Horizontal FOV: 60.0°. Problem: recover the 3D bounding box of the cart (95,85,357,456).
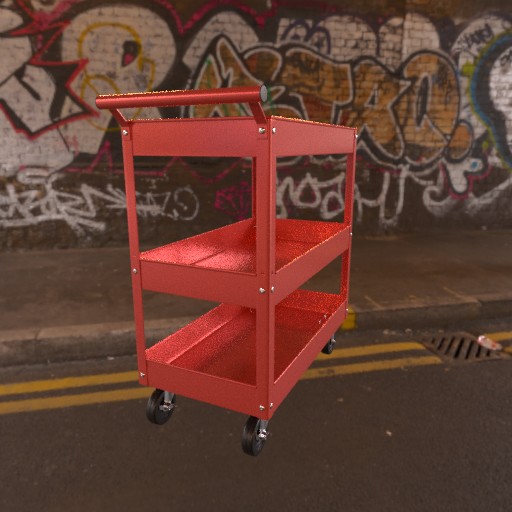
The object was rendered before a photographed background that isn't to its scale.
[{"bbox_3d":[0.000,0.000,1.211,0.366,0.780,0.719,7,15,25],"label":"cart"}]
